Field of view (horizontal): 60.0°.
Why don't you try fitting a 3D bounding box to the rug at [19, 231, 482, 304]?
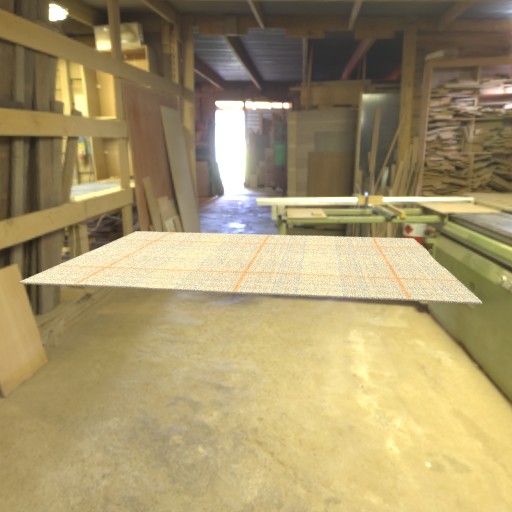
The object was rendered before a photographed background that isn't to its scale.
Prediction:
[{"bbox_3d":[0.000,0.000,2.312,1.825,0.015,1.232,2,13,8],"label":"rug"}]
